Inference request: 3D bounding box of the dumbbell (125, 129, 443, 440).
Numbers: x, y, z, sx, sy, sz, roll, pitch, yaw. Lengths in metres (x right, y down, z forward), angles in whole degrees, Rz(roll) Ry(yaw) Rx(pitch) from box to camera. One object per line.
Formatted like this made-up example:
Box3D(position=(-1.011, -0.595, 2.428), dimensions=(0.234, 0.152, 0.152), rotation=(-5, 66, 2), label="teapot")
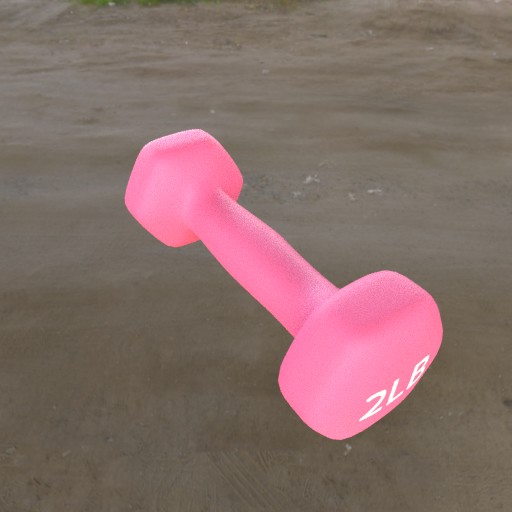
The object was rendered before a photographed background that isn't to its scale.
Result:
Box3D(position=(0.000, 0.000, 0.175), dimensions=(0.058, 0.053, 0.146), rotation=(-24, 46, -25), label="dumbbell")
